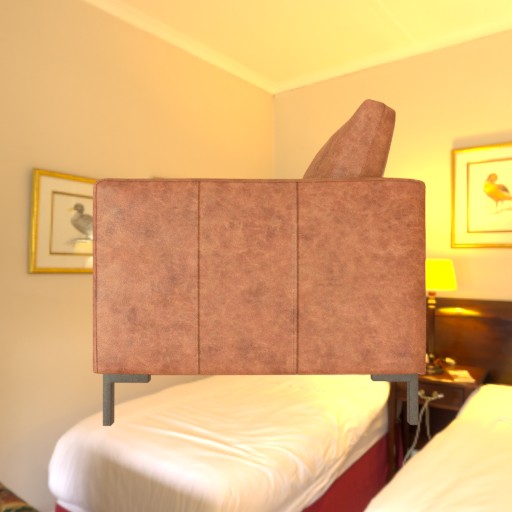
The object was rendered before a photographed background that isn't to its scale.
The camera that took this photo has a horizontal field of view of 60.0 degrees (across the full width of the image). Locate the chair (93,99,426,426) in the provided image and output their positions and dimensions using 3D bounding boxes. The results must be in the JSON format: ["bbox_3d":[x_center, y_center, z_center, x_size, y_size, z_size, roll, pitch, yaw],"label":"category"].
[{"bbox_3d":[0.000,0.000,1.577,0.862,0.869,0.967,0,-1,-1],"label":"chair"}]
